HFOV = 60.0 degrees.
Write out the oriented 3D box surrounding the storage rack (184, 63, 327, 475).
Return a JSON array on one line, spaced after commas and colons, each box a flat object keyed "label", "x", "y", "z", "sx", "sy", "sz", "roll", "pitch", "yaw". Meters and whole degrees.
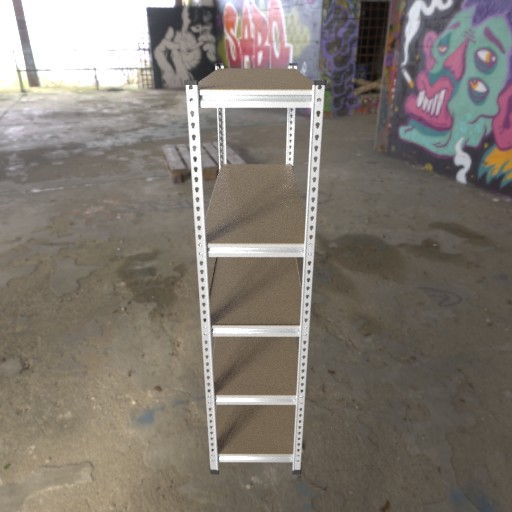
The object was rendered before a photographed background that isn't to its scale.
[{"label": "storage rack", "x": 0.000, "y": 0.000, "z": 2.354, "sx": 0.457, "sy": 1.829, "sz": 1.219, "roll": 0, "pitch": 26, "yaw": 0}]
